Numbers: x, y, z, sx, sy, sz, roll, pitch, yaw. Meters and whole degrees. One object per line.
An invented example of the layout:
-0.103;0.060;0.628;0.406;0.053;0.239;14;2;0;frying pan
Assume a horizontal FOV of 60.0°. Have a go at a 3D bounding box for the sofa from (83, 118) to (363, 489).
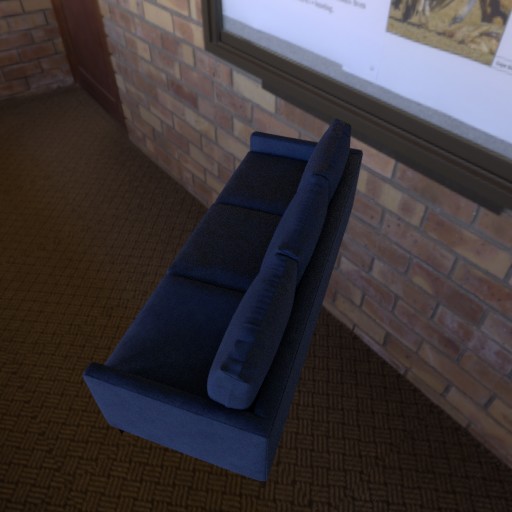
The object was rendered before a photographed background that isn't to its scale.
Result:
0.000;0.000;2.680;0.875;0.879;2.252;14;46;14;sofa
